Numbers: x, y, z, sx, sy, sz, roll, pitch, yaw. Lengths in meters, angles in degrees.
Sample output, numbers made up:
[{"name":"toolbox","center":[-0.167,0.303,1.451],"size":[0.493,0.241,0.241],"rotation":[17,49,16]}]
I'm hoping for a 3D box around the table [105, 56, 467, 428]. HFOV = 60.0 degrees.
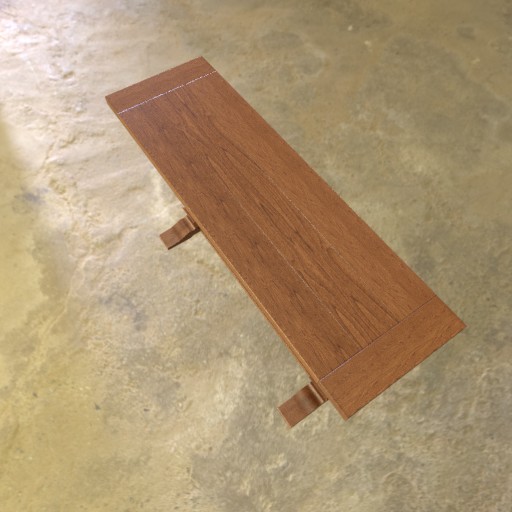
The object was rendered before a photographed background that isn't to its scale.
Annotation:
[{"name":"table","center":[0.000,0.000,1.880],"size":[0.461,0.852,1.478],"rotation":[-31,64,-17]}]
